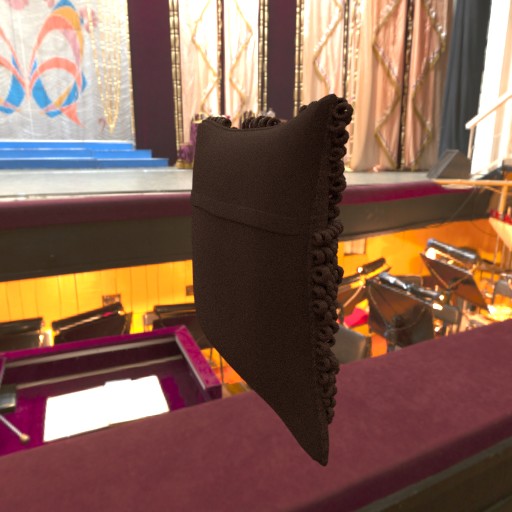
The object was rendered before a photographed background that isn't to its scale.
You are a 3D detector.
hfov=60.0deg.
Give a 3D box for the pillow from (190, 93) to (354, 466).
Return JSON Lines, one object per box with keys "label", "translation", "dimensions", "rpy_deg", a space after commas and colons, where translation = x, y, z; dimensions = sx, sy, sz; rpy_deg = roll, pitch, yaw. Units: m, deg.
{"label": "pillow", "translation": [0.000, 0.000, 0.736], "dimensions": [0.172, 0.467, 0.470], "rpy_deg": [-7, 15, -25]}
